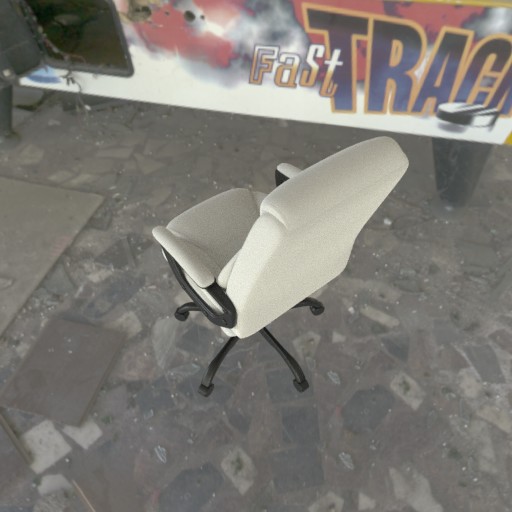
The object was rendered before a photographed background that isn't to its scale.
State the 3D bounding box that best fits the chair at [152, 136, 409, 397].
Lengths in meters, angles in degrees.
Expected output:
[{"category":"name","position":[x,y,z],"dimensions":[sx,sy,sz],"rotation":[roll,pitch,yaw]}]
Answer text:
[{"category":"chair","position":[0.000,0.000,1.489],"dimensions":[0.663,1.065,0.669],"rotation":[-31,55,-25]}]
